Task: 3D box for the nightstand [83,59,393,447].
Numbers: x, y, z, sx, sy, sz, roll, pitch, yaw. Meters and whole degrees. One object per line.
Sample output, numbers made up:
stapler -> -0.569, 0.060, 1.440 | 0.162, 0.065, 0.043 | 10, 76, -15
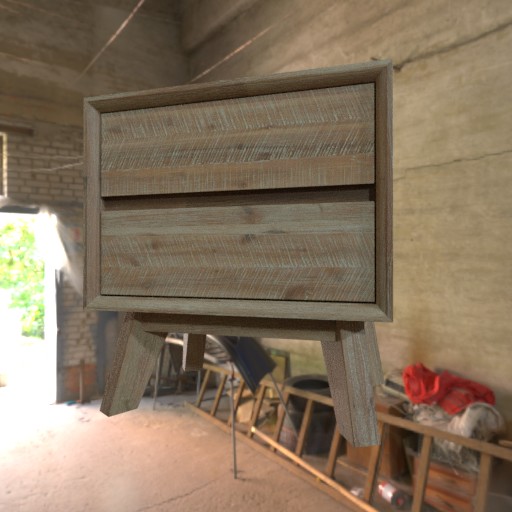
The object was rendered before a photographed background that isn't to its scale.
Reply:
nightstand -> 0.000, 0.000, 0.933 | 0.552, 0.589, 0.396 | 0, 0, 17
